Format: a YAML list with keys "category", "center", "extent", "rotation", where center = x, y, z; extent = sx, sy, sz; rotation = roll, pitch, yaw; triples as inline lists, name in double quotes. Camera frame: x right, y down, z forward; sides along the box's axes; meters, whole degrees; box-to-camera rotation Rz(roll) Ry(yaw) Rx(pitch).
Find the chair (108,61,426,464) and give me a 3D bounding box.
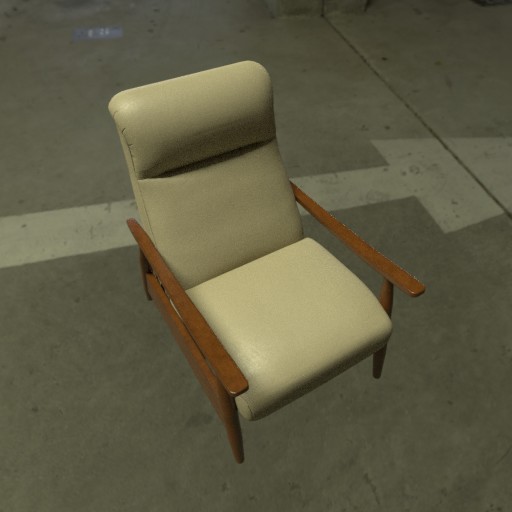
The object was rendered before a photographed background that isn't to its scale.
- category: "chair"
  center: [0.000, 0.000, 1.738]
  extent: [0.762, 1.082, 1.014]
  rotation: [-23, 50, -21]
